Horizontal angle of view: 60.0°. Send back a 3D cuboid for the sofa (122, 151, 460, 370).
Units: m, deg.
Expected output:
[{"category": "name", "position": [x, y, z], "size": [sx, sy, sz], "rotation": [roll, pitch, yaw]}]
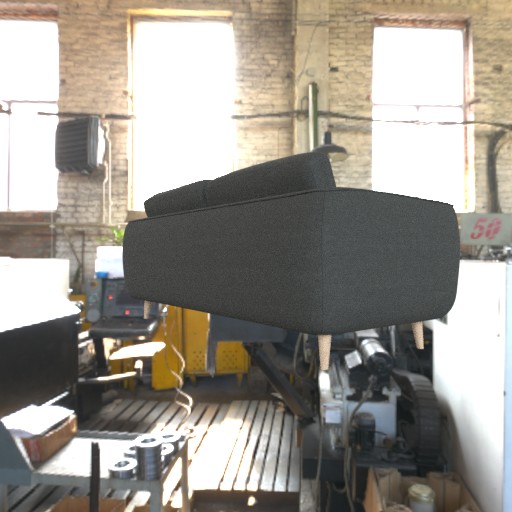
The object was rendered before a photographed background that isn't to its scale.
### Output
[{"category": "sofa", "position": [0.000, 0.000, 2.530], "size": [0.920, 0.850, 2.000], "rotation": [0, 0, -37]}]
